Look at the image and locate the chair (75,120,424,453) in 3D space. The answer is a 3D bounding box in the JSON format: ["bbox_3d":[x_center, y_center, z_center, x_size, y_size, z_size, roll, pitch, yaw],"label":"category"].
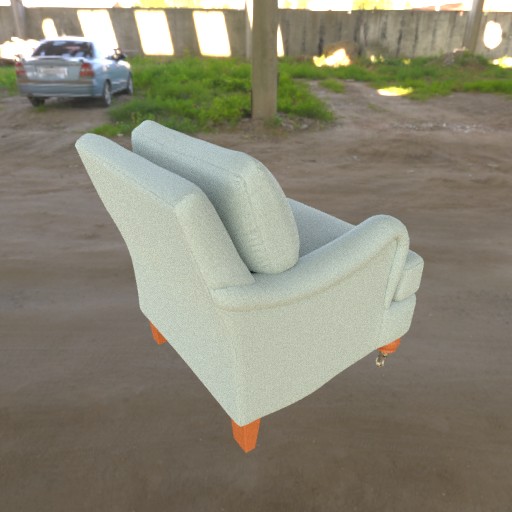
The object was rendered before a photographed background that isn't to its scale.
[{"bbox_3d":[0.000,0.000,1.820,1.070,1.038,0.955,-17,31,-31],"label":"chair"}]
